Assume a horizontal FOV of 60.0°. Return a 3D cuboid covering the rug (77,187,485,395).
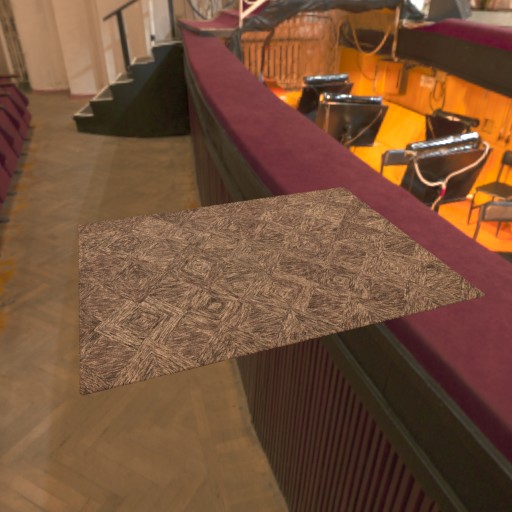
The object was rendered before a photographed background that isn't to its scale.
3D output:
[{"bbox_3d":[0.000,0.000,4.212,3.204,0.017,2.448,-10,33,-16],"label":"rug"}]
